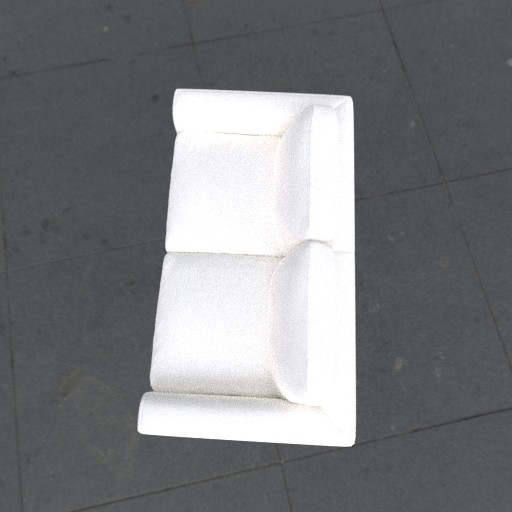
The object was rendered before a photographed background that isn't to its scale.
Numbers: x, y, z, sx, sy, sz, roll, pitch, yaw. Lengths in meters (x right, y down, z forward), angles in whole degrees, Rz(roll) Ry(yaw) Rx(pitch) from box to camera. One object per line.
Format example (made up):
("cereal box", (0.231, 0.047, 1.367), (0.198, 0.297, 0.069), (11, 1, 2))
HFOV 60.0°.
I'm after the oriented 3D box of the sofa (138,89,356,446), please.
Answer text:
("sofa", (0.000, 0.000, 2.484), (1.069, 0.801, 1.920), (3, 75, 1))
